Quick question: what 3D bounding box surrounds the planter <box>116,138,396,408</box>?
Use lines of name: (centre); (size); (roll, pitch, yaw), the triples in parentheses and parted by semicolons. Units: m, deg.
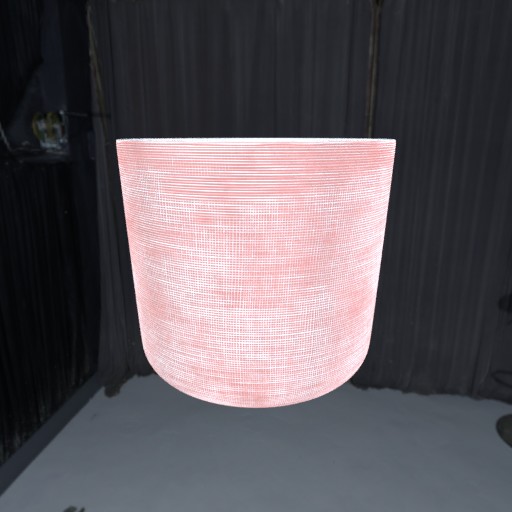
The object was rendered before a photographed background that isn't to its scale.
planter: (0.000, 0.000, 0.781); (0.440, 0.398, 0.440); (0, 15, 0)
